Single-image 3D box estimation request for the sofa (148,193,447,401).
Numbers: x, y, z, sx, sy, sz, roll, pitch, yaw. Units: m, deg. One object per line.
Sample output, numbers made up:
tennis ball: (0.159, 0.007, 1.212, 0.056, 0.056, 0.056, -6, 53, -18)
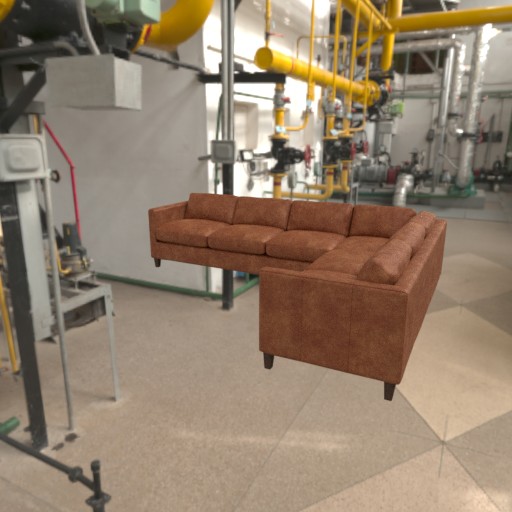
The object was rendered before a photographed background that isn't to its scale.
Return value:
sofa: (0.000, 0.000, 4.240, 3.167, 0.838, 2.438, 8, 17, 26)
